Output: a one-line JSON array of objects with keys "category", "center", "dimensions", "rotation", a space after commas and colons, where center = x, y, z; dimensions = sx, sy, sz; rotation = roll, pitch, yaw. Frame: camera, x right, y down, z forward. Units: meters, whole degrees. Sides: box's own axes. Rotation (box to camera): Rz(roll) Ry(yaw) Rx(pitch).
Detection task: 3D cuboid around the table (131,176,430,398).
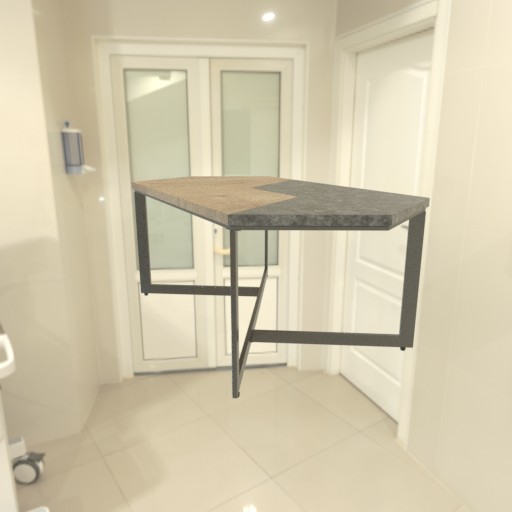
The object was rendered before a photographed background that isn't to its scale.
[{"category": "table", "center": [0.000, 0.000, 1.513], "dimensions": [0.609, 0.457, 1.219], "rotation": [-8, 16, -27]}]
